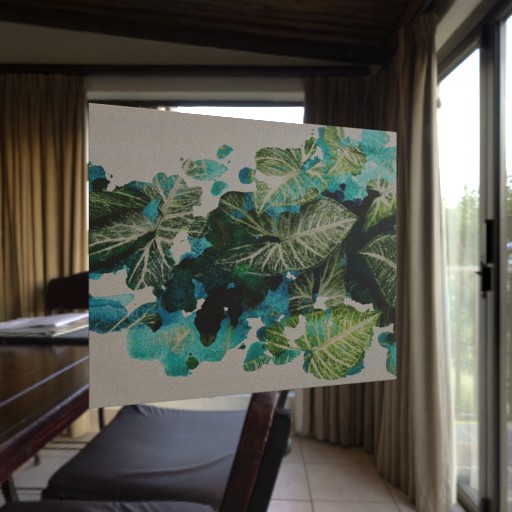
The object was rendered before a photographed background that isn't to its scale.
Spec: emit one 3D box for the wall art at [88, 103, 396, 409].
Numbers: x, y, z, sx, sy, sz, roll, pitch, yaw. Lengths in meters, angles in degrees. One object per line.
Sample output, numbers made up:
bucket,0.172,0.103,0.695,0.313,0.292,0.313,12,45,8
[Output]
wall art,0.000,0.000,1.008,0.711,0.610,0.043,0,0,-17
